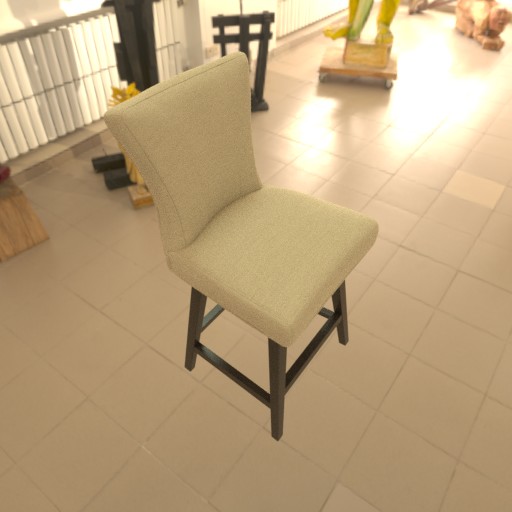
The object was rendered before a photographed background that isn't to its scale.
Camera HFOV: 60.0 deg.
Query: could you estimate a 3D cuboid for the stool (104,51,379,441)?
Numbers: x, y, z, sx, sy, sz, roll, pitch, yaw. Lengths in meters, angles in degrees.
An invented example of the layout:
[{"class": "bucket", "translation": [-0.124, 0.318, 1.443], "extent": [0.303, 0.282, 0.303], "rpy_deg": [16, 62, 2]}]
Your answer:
[{"class": "stool", "translation": [0.000, 0.000, 1.374], "extent": [0.574, 1.000, 0.514], "rpy_deg": [27, 49, 26]}]
